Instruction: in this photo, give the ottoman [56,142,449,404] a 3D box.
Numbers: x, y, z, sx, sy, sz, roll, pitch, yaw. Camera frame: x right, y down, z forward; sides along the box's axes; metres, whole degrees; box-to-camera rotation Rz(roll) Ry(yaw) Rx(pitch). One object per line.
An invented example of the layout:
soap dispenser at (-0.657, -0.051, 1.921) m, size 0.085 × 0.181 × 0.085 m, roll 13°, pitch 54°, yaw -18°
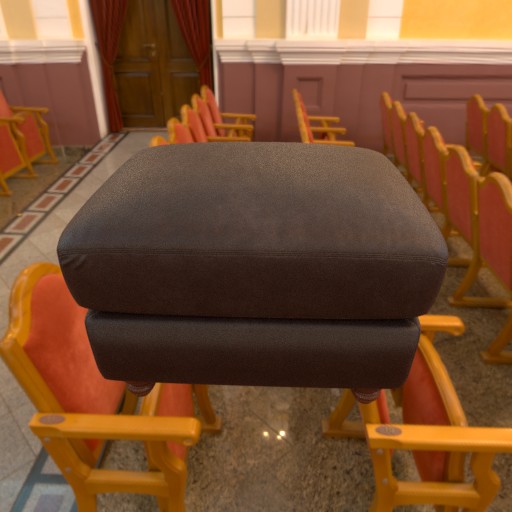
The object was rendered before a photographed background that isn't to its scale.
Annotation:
ottoman at (0.000, 0.000, 1.240) m, size 0.806 × 0.569 × 0.670 m, roll 1°, pitch 29°, yaw 2°
